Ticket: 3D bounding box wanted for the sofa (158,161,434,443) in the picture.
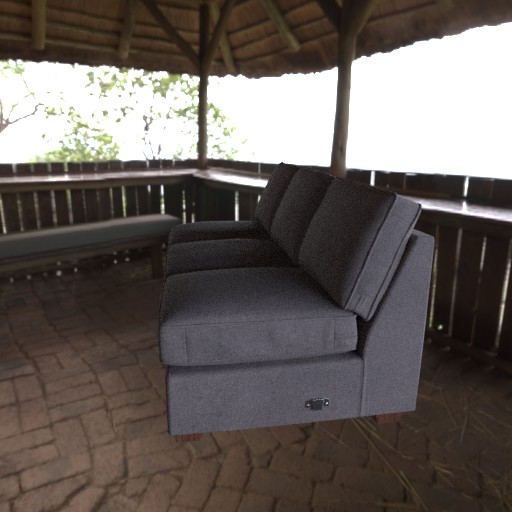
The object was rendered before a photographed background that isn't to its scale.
[{"bbox_3d":[0.000,0.000,2.532,1.027,0.973,1.962,-2,15,-9],"label":"sofa"}]
